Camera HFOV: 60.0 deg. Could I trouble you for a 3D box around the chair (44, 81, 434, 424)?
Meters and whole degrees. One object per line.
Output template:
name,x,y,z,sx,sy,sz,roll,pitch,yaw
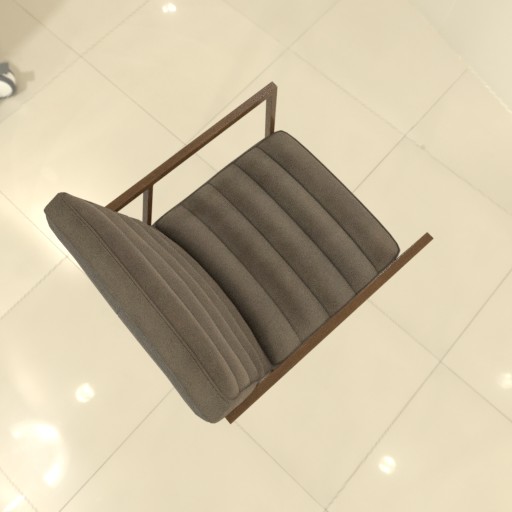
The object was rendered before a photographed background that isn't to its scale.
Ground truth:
chair,0.000,0.000,1.251,0.682,0.843,0.578,-40,78,-10
